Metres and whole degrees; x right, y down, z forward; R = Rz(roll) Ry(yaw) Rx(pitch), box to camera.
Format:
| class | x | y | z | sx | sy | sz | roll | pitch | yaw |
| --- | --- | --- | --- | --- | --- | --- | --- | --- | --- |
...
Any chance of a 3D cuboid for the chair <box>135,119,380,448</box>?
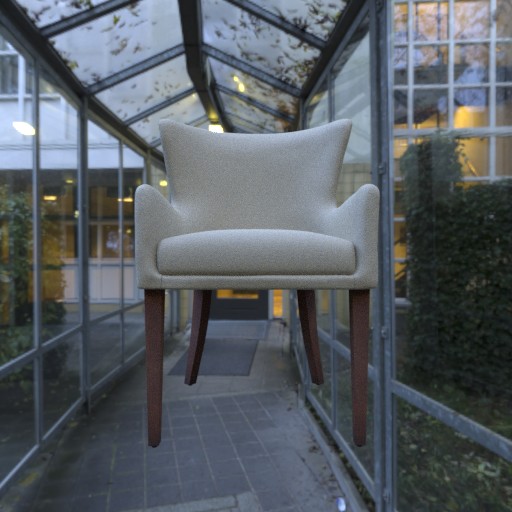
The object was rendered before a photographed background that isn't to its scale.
| class | x | y | z | sx | sy | sz | roll | pitch | yaw |
| --- | --- | --- | --- | --- | --- | --- | --- | --- | --- |
| chair | 0.000 | 0.000 | 1.400 | 0.660 | 0.952 | 0.686 | 0 | 0 | -1 |
